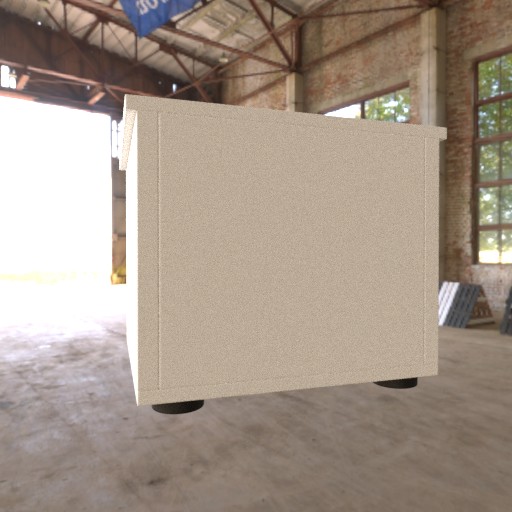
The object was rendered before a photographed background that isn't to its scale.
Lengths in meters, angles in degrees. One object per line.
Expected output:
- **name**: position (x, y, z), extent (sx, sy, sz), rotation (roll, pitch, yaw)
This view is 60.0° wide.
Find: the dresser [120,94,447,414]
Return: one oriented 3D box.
- **dresser**: position (0.000, 0.000, 0.742), extent (0.430, 0.360, 0.400), rotation (0, 1, -18)
